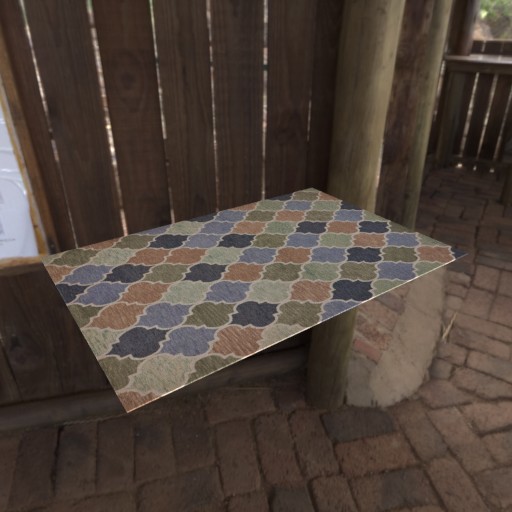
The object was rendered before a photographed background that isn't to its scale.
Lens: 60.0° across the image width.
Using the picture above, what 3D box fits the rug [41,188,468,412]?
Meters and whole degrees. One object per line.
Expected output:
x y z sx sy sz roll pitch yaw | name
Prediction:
0.000 0.000 2.849 2.284 0.006 1.521 -18 33 -30 | rug
